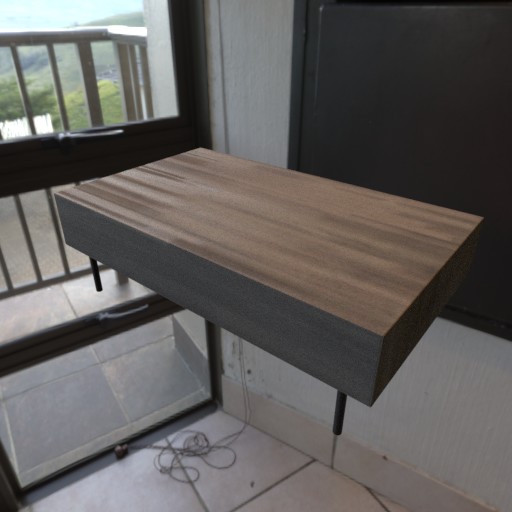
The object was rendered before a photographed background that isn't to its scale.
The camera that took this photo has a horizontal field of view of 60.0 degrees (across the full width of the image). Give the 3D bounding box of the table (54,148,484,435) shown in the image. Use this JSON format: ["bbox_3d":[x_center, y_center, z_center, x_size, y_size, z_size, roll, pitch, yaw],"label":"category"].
[{"bbox_3d":[0.000,0.000,1.374,1.088,0.347,0.643,22,36,33],"label":"table"}]
